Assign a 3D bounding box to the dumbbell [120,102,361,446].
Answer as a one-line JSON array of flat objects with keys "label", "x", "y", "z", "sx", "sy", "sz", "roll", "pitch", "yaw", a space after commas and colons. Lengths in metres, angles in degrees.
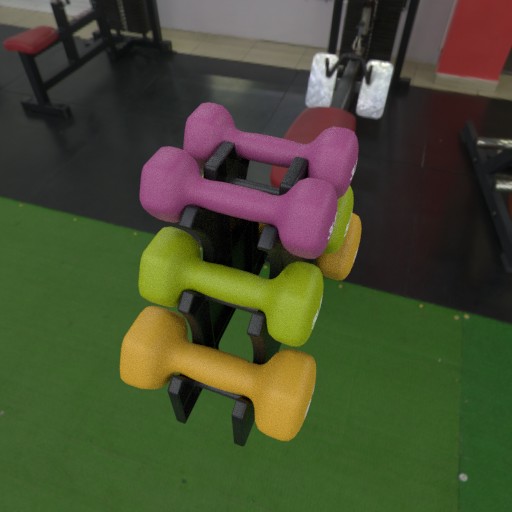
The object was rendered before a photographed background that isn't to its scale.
[{"label": "dumbbell", "x": 0.000, "y": 0.000, "z": 0.464, "sx": 0.190, "sy": 0.271, "sz": 0.300, "roll": 16, "pitch": 49, "yaw": 14}]
